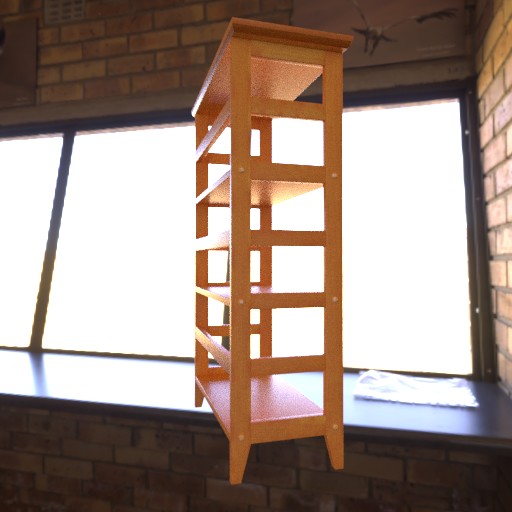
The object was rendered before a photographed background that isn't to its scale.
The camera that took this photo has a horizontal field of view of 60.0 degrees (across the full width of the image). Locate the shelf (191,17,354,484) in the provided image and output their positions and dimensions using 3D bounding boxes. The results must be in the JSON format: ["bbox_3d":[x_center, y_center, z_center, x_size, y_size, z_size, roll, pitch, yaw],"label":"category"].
[{"bbox_3d":[0.000,0.000,1.350,0.305,1.067,0.660,0,-1,-16],"label":"shelf"}]
